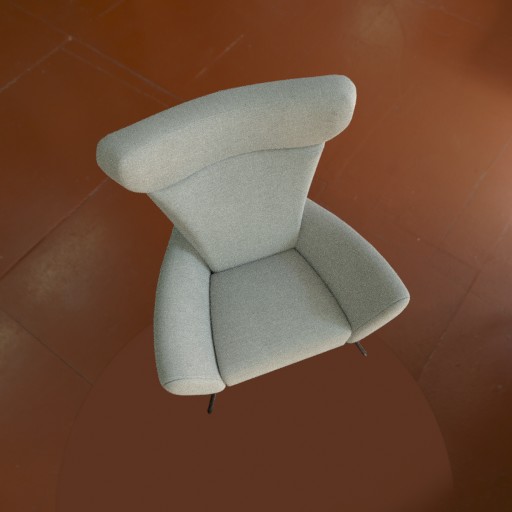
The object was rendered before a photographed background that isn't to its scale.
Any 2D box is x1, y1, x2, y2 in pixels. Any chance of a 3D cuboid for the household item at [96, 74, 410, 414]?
[{"bbox_3d":[0.000,0.000,1.811,0.980,1.050,0.900,-18,65,-9],"label":"household item"}]
